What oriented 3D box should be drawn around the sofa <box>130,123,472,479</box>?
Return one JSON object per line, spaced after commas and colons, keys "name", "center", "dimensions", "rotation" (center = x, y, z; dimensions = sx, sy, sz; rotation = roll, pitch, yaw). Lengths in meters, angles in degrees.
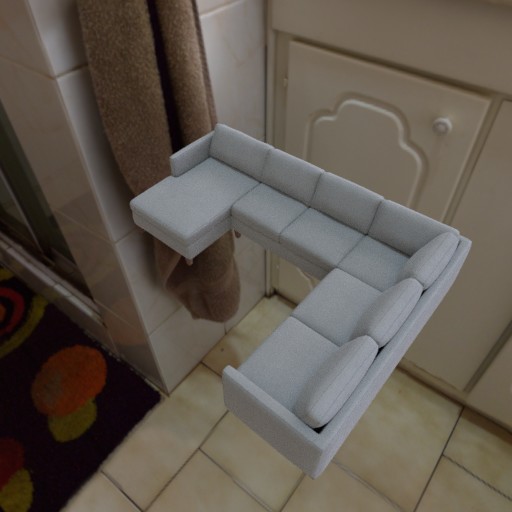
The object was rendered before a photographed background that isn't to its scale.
{"name": "sofa", "center": [0.000, 0.000, 4.377], "dimensions": [3.238, 0.853, 2.551], "rotation": [31, 54, 26]}
